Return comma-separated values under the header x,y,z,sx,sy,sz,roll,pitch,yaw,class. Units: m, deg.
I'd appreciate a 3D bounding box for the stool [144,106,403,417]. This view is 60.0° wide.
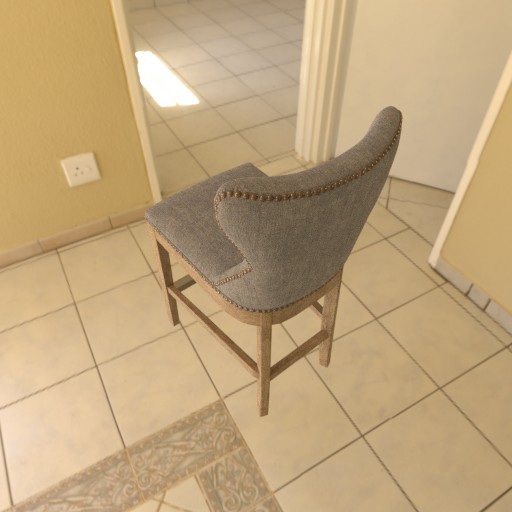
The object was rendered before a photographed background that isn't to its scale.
x,y,z,sx,sy,sz,roll,pitch,yaw,class
0.000,0.000,1.333,0.498,0.981,0.608,-30,53,-26,stool
